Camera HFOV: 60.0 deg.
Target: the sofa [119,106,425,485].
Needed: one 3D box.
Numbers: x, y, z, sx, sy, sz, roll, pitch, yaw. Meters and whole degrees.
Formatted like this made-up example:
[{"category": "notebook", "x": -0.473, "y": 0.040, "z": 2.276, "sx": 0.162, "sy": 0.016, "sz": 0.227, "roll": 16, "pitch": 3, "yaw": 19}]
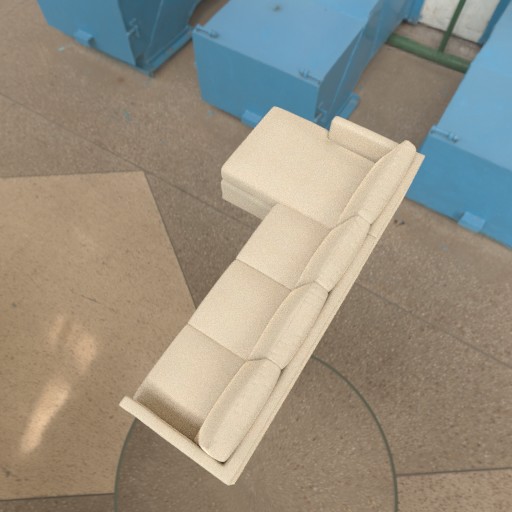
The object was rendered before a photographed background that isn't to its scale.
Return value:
[{"category": "sofa", "x": 0.000, "y": 0.000, "z": 3.868, "sx": 1.650, "sy": 0.922, "sz": 3.205, "roll": 30, "pitch": 67, "yaw": 14}]
